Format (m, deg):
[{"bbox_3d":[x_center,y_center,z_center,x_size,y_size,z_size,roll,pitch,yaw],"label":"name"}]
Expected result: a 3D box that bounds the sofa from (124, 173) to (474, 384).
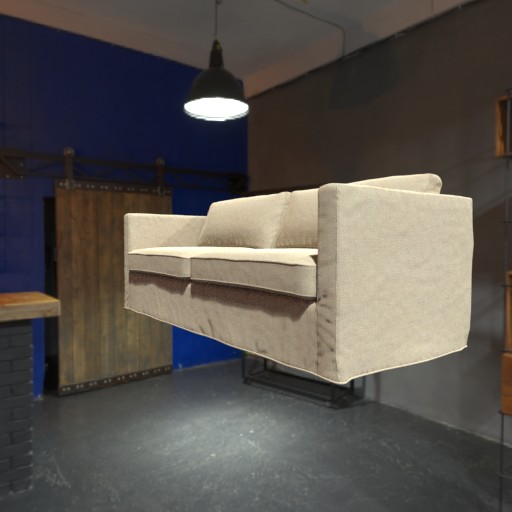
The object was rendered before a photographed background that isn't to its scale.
[{"bbox_3d":[0.000,0.000,2.777,0.962,0.853,2.312,-1,2,-36],"label":"sofa"}]
